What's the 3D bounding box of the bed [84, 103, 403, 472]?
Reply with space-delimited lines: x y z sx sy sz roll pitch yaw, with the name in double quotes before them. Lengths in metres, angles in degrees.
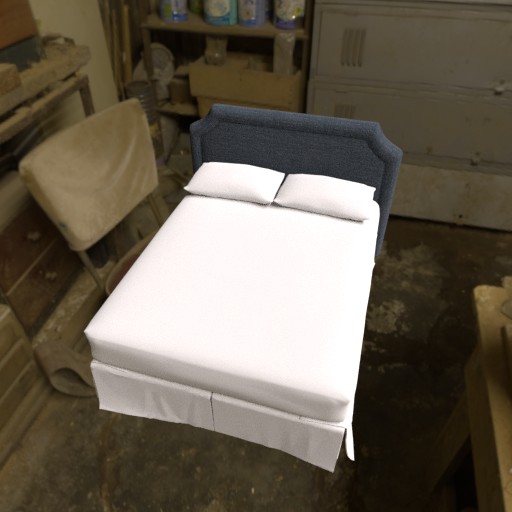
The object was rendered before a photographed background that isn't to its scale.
"bed" 0.000 0.000 3.218 1.828 1.297 2.208 11 42 12
